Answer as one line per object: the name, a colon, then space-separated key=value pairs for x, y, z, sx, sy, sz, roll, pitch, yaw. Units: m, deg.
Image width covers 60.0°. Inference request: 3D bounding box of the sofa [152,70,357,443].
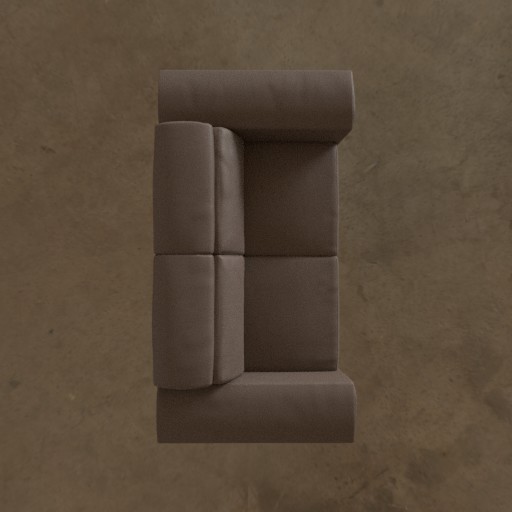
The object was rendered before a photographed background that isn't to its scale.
sofa: x=0.000 y=0.000 z=2.445 sx=1.003 sy=0.779 sz=1.895 roll=0 pitch=89 yaw=0
